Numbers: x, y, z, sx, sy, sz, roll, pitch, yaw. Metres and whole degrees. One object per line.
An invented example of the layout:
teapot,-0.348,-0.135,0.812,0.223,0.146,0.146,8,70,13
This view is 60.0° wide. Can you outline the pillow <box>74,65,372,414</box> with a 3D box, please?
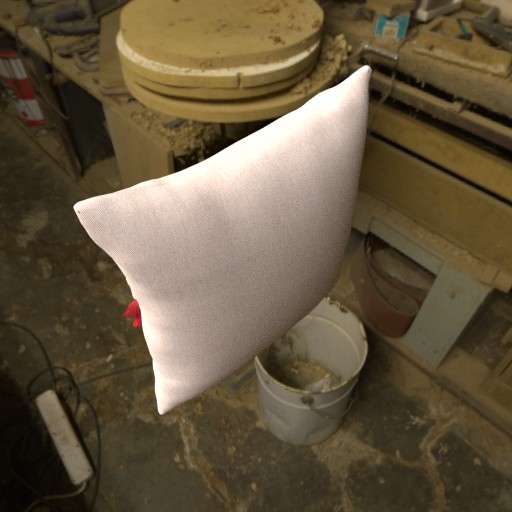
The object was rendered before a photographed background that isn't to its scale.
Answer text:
pillow,0.000,0.000,0.660,0.433,0.436,0.173,-34,56,-27
